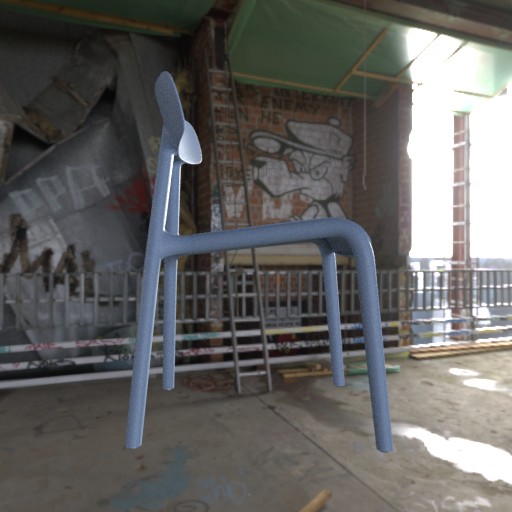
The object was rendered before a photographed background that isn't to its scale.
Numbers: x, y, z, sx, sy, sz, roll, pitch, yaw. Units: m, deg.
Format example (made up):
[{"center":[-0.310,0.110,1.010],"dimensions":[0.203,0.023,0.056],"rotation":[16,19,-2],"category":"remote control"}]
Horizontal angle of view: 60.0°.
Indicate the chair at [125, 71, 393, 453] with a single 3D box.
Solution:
[{"center":[0.000,0.000,0.823],"dimensions":[0.401,0.580,0.356],"rotation":[0,0,-1],"category":"chair"}]
